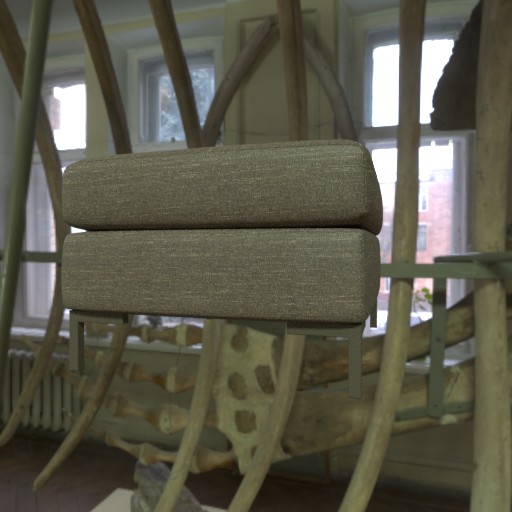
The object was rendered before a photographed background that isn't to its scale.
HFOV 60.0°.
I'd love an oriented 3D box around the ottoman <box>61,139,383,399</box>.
[{"bbox_3d":[0.000,0.000,1.235,0.671,0.490,0.820,0,1,17],"label":"ottoman"}]
